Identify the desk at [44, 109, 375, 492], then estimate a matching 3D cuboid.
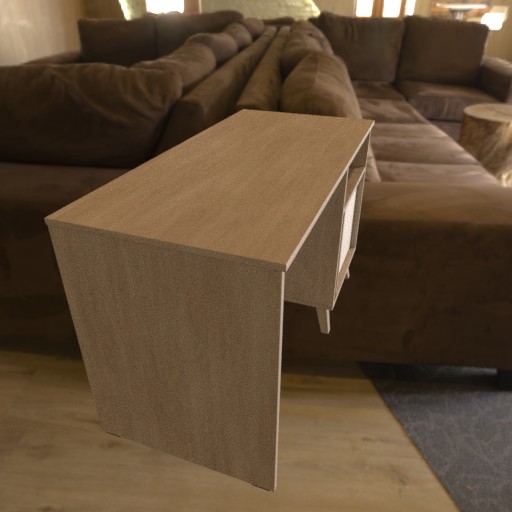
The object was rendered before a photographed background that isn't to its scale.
[{"bbox_3d":[0.000,0.000,1.656,0.600,0.770,1.251,11,32,18],"label":"desk"}]
